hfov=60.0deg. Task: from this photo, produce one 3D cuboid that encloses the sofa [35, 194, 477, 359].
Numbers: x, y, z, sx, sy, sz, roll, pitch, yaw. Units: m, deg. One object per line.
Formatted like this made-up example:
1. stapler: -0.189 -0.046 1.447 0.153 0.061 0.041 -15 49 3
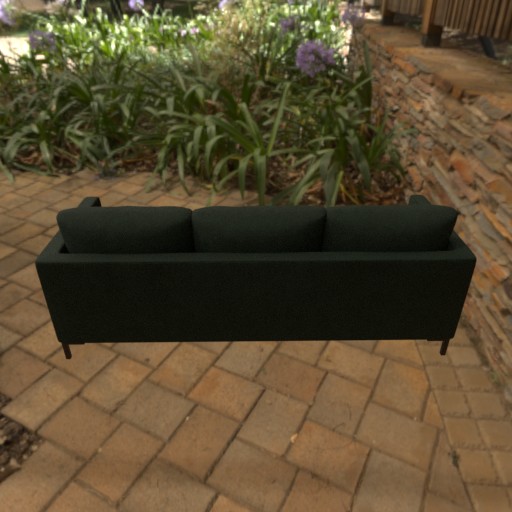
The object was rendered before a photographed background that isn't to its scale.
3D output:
1. sofa: 0.000 0.000 2.674 2.218 0.870 0.859 0 31 -1
